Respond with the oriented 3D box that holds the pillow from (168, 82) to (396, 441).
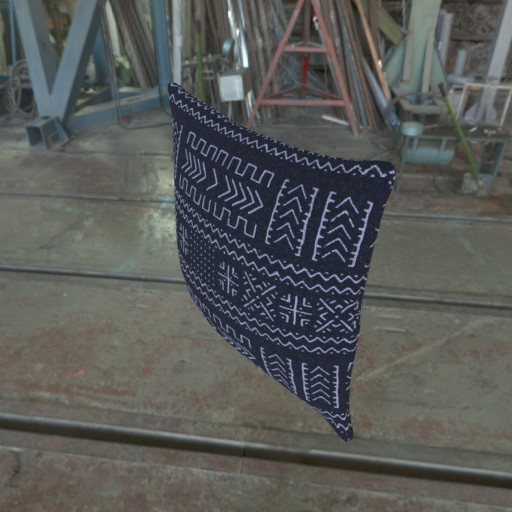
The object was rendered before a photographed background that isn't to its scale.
[{"bbox_3d":[0.000,0.000,0.667,0.164,0.430,0.438,-23,40,-31],"label":"pillow"}]
